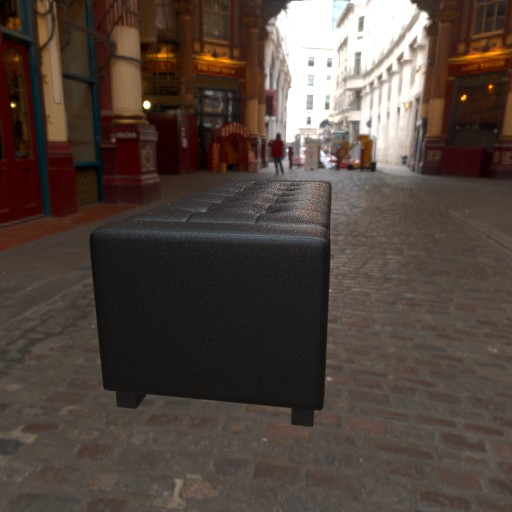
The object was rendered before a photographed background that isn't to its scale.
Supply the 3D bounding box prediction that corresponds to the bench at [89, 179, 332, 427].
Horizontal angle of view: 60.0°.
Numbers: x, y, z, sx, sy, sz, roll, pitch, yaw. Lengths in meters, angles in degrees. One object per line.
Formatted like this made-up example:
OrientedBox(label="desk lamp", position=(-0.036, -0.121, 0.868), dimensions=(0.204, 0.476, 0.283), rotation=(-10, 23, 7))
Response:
OrientedBox(label="bench", position=(0.000, 0.000, 1.550), dimensions=(0.508, 0.445, 1.296), rotation=(2, 15, 9))
